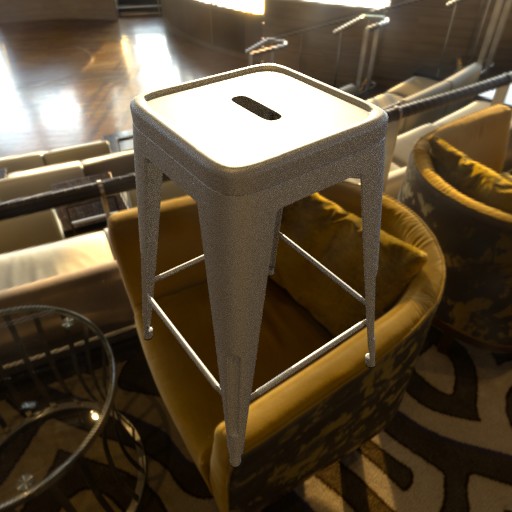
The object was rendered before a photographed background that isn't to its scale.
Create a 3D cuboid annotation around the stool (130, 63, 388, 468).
[{"bbox_3d":[0.000,0.000,0.872,0.406,0.610,0.406,-26,47,-27],"label":"stool"}]
